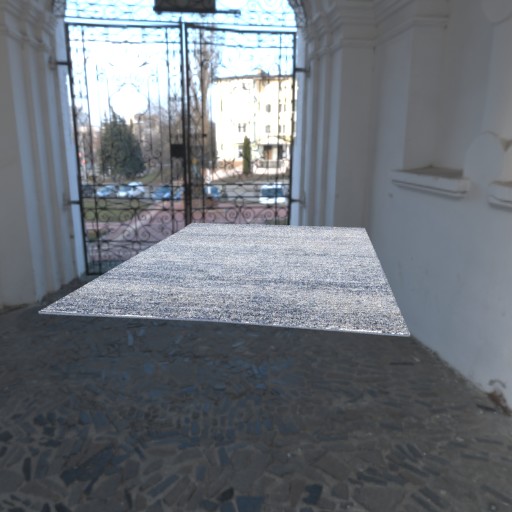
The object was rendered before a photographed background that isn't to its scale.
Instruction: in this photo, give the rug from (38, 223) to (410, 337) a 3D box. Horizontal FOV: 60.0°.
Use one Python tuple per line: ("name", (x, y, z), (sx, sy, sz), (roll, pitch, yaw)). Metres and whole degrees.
("rug", (0.000, 0.000, 3.003), (1.624, 0.030, 2.349), (2, 14, 9))
